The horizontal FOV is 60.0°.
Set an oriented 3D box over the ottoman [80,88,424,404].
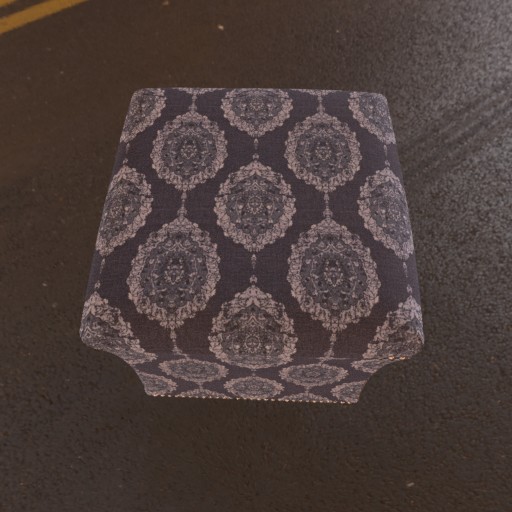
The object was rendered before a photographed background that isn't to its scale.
[{"bbox_3d":[0.000,0.000,0.892,0.497,0.475,0.507,2,62,1],"label":"ottoman"}]
